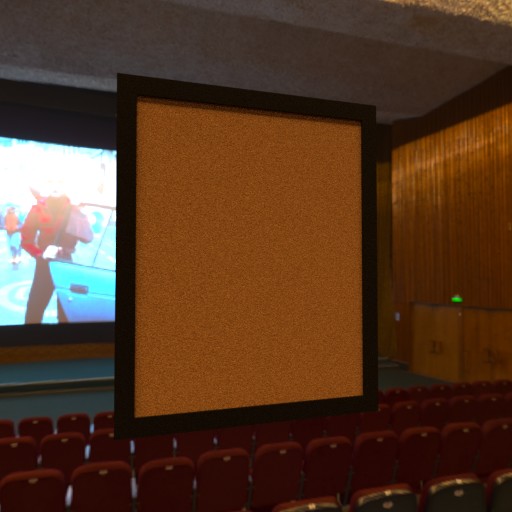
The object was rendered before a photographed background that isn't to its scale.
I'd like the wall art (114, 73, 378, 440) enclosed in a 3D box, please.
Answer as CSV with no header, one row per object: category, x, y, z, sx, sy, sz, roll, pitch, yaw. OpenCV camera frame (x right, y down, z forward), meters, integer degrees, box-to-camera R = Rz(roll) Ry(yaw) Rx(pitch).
wall art,0.000,0.000,0.756,0.457,0.559,0.029,1,-2,-18
